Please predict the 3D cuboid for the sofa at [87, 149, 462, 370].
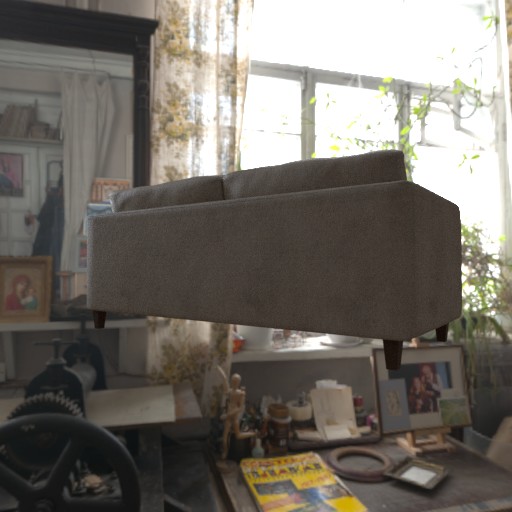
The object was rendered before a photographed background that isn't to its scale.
[{"bbox_3d":[0.000,0.000,2.746,2.208,0.965,0.951,-1,-1,36],"label":"sofa"}]
